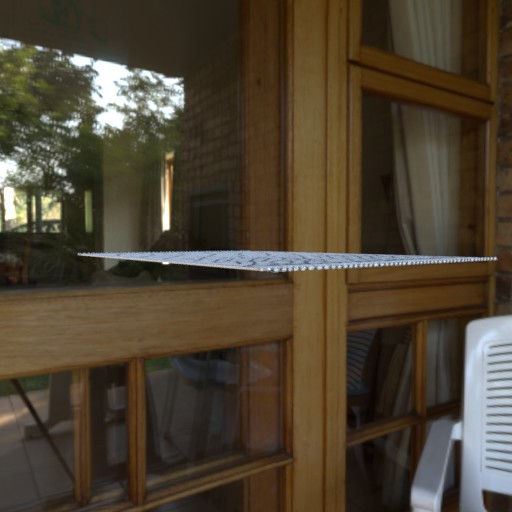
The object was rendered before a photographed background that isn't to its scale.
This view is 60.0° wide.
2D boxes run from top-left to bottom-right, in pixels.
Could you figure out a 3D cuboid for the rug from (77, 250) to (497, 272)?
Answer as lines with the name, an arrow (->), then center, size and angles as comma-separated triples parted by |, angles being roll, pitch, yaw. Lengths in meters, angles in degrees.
rug -> 0.000, 0.000, 2.888 | 1.613, 0.017, 2.312 | -1, 2, -37
